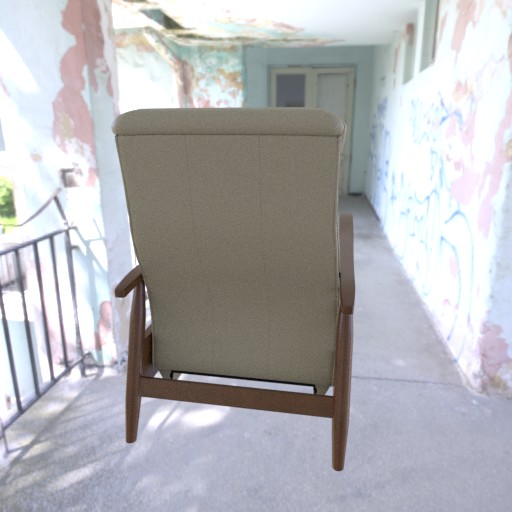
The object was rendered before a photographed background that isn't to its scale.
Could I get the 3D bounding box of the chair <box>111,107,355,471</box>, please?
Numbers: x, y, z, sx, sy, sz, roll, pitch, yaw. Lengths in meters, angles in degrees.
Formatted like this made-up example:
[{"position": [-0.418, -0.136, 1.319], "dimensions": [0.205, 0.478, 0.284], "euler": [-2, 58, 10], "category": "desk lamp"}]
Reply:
[{"position": [0.000, 0.000, 1.756], "dimensions": [0.762, 1.082, 1.014], "euler": [3, 17, 10], "category": "chair"}]
